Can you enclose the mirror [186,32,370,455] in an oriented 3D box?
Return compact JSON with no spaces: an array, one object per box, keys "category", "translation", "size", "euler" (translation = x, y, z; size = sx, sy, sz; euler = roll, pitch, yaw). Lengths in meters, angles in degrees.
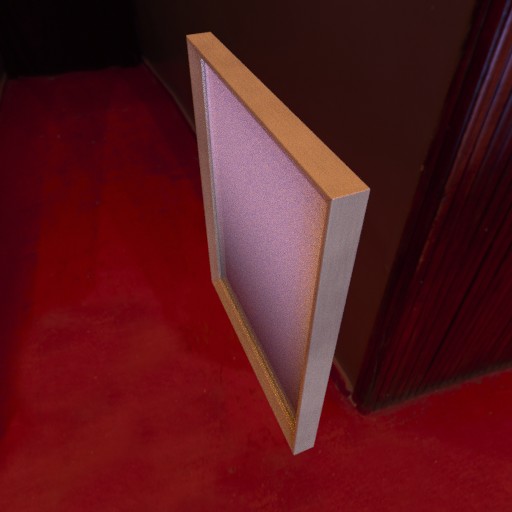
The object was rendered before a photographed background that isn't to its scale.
[{"category":"mirror","translation":[0.000,0.000,0.667],"size":[0.041,0.509,0.406],"euler":[-16,47,-16]}]
